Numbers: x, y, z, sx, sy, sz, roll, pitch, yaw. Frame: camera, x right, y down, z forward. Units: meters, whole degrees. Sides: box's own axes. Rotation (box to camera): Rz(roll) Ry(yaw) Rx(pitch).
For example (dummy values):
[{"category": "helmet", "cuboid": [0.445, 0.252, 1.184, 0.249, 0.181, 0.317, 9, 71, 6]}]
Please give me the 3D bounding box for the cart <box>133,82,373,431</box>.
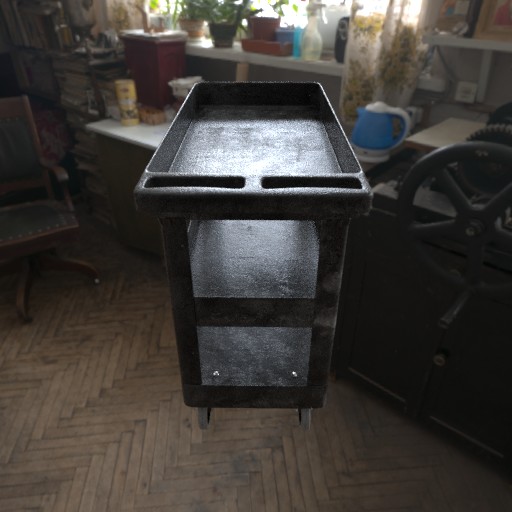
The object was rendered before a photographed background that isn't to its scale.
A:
[{"category": "cart", "cuboid": [0.000, 0.000, 1.346, 0.420, 0.824, 0.877, 0, 33, 1]}]
